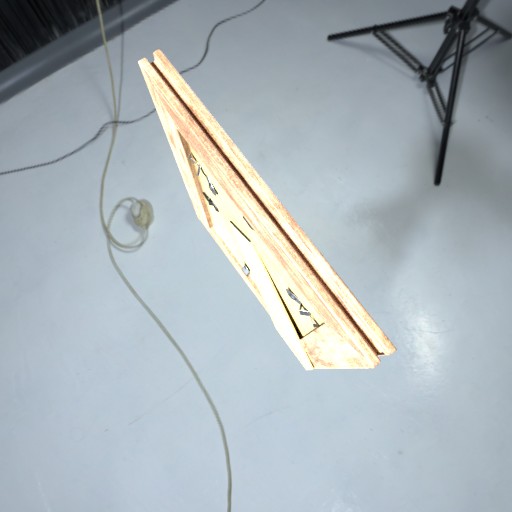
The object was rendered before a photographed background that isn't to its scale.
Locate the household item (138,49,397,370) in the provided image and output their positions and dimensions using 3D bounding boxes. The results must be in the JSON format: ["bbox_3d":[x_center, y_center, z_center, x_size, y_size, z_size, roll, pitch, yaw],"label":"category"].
[{"bbox_3d":[0.000,0.000,0.321,0.018,0.237,0.186,-35,78,-8],"label":"household item"}]
